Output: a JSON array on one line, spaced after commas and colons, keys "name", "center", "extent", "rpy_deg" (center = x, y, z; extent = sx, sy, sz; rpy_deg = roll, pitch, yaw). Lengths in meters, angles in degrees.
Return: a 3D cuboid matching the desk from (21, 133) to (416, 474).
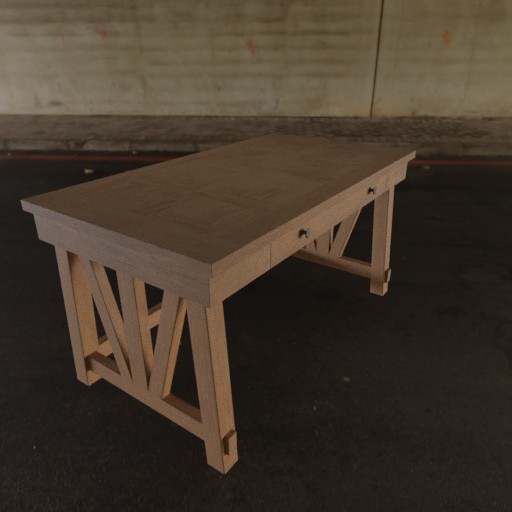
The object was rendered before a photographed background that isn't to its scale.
[{"name": "desk", "center": [0.000, 0.000, 1.943], "extent": [0.813, 0.762, 1.499], "rpy_deg": [17, 30, 31]}]
